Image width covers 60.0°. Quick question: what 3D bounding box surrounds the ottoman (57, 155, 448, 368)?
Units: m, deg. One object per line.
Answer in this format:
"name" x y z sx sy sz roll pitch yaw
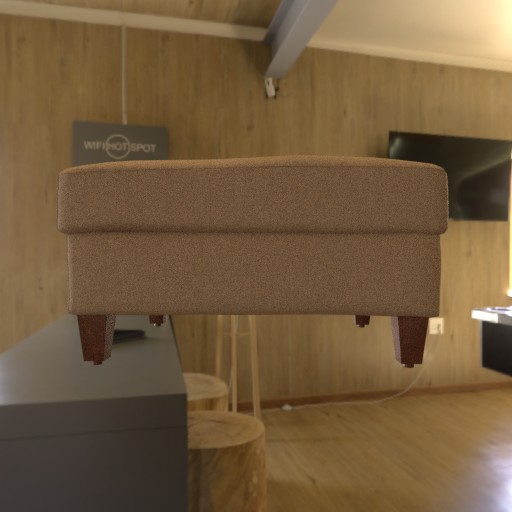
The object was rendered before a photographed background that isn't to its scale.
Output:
"ottoman" 0.000 0.000 1.319 0.902 0.511 0.692 0 0 2
